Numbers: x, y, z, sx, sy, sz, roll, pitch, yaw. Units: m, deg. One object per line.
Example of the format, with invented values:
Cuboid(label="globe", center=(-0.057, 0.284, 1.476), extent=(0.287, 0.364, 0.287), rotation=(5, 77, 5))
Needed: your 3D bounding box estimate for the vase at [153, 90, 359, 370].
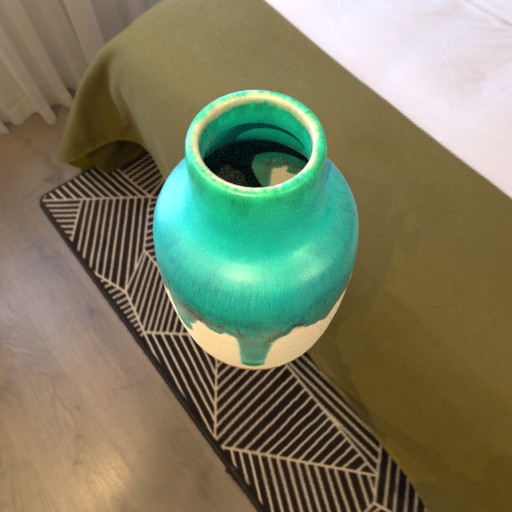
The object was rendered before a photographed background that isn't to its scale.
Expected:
Cuboid(label="vase", center=(0.000, 0.000, 0.249), extent=(0.106, 0.192, 0.106), rotation=(0, 63, 0))
